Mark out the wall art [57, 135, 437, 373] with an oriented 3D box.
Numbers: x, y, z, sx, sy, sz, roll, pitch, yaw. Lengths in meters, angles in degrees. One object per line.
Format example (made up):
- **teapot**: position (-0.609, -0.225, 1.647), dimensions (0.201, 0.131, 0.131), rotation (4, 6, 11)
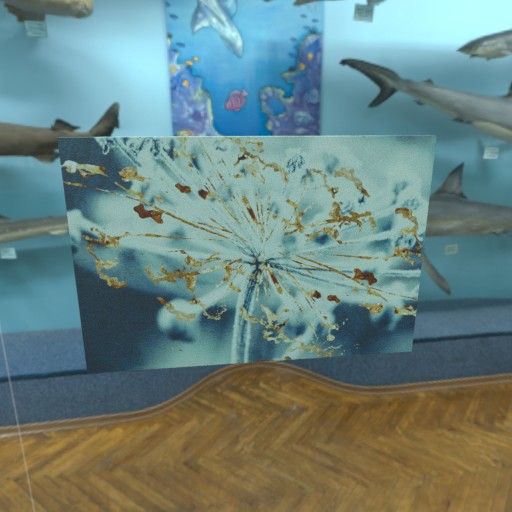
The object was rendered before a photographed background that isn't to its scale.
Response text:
- **wall art**: position (0.000, 0.000, 1.167), dimensions (0.912, 0.608, 0.038), rotation (-2, 17, -7)
